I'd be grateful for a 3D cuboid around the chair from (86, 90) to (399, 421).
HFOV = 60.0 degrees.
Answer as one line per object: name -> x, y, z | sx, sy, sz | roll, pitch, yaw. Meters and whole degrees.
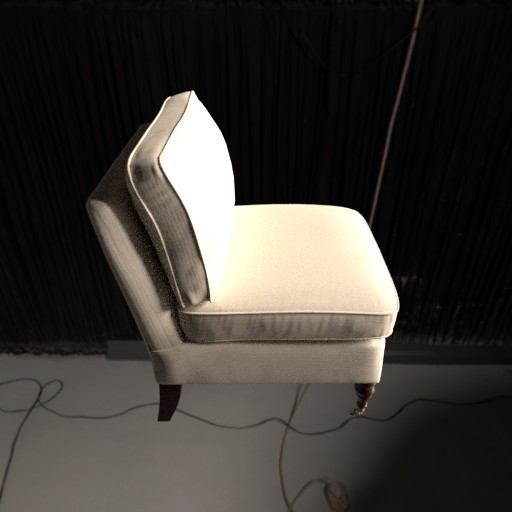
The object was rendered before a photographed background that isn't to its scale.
chair -> 0.000, 0.000, 1.415 | 0.781, 0.887, 0.630 | 0, 33, 0
